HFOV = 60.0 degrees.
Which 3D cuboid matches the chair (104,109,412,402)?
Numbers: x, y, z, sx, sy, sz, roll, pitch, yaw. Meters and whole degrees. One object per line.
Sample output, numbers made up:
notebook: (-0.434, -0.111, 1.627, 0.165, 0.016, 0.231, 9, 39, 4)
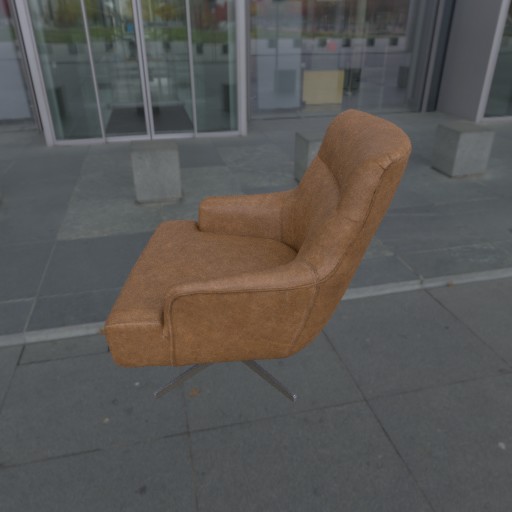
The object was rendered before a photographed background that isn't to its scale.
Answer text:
chair: (0.000, 0.000, 1.510, 0.874, 0.869, 0.729, 1, 28, 1)
